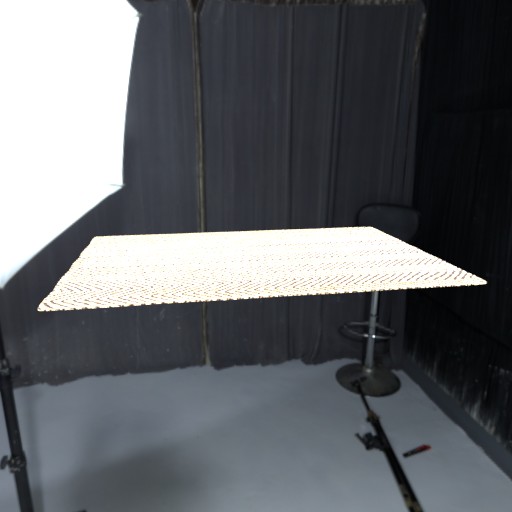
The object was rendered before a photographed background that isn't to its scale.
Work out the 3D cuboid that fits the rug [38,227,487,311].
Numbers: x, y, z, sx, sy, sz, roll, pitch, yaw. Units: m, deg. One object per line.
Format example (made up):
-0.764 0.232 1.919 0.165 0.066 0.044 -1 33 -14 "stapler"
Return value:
0.000 0.000 2.328 1.828 0.008 1.219 -3 16 -9 "rug"
